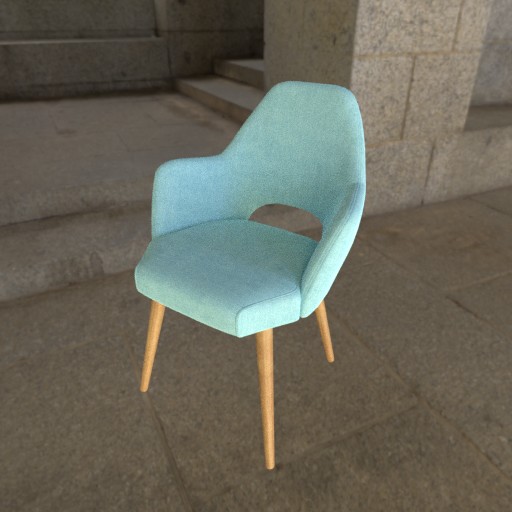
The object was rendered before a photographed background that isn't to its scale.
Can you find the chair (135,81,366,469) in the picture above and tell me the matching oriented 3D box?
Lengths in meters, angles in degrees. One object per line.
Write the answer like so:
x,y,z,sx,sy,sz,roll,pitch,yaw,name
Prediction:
0.000,0.000,1.233,0.590,0.840,0.610,19,34,30,chair
